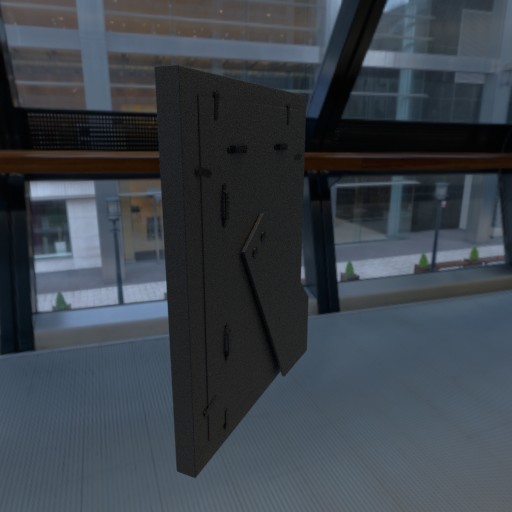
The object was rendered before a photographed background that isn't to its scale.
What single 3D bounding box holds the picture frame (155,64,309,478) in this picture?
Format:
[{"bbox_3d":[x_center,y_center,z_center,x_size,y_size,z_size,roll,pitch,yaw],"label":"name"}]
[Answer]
[{"bbox_3d":[0.000,0.000,0.528,0.036,0.383,0.307,7,17,24],"label":"picture frame"}]
